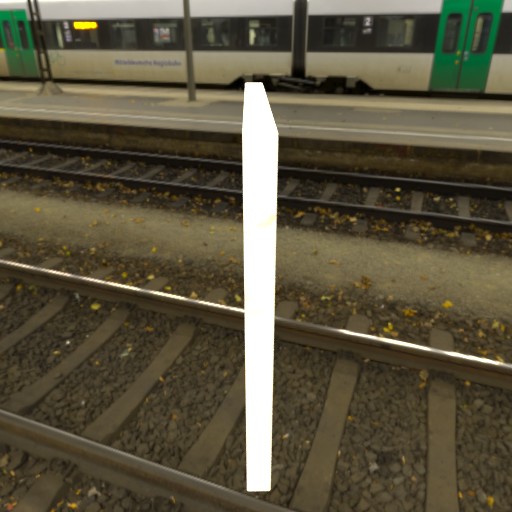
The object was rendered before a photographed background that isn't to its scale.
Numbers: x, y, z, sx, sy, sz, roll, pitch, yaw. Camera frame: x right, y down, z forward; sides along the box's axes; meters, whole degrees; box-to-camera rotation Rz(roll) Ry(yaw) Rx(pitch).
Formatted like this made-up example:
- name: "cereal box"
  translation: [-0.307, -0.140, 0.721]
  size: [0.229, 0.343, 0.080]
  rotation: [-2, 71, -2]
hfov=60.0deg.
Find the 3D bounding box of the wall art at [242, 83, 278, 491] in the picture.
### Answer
- name: "wall art"
  translation: [0.000, 0.000, 1.578]
  size: [0.071, 1.061, 1.061]
  rotation: [0, 26, -1]
